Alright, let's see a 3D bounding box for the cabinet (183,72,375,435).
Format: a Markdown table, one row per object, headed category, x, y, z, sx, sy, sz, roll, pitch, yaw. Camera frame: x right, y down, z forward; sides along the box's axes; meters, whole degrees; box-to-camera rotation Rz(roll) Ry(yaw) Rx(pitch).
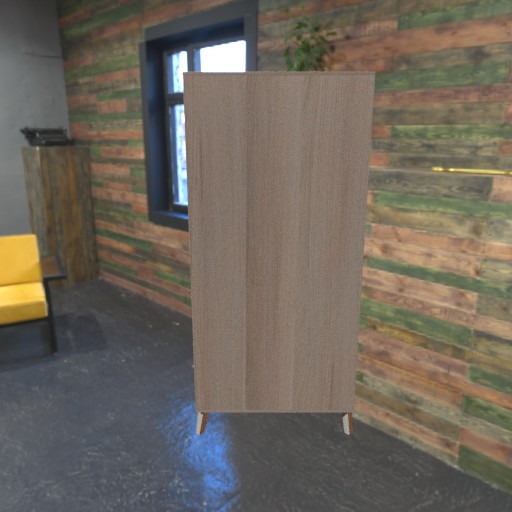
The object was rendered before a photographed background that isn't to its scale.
| category | x | y | z | sx | sy | sz | roll | pitch | yaw |
| --- | --- | --- | --- | --- | --- | --- | --- | --- | --- |
| cabinet | 0.000 | 0.000 | 2.647 | 1.272 | 1.957 | 0.969 | 14 | 20 | 43 |
